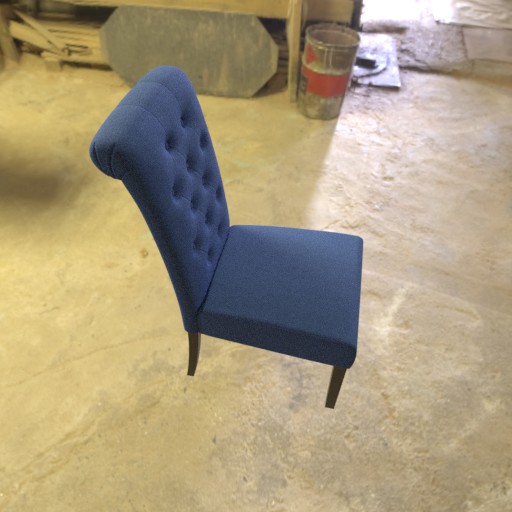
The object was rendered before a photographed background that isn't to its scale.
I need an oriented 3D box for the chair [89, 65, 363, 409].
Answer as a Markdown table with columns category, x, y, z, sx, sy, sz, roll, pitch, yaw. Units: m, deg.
| category | x | y | z | sx | sy | sz | roll | pitch | yaw |
| --- | --- | --- | --- | --- | --- | --- | --- | --- | --- |
| chair | 0.000 | 0.000 | 1.372 | 0.671 | 1.006 | 0.456 | 9 | 47 | 8 |
